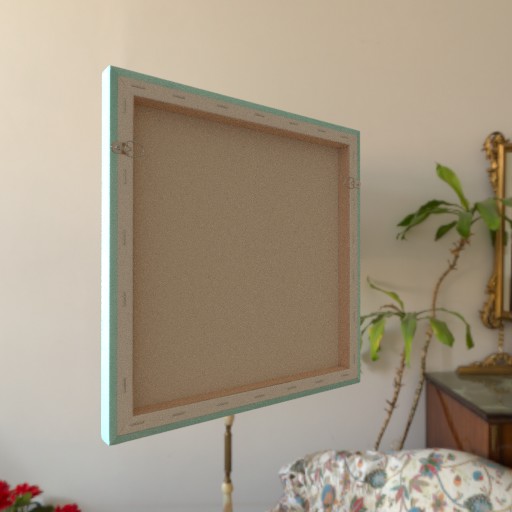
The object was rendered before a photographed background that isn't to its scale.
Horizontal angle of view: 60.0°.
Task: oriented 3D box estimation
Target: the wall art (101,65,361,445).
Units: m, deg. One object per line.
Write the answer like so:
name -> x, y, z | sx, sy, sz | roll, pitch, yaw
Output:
wall art -> 0.000, 0.000, 1.132 | 0.765, 0.766, 0.054 | 0, -1, -37
